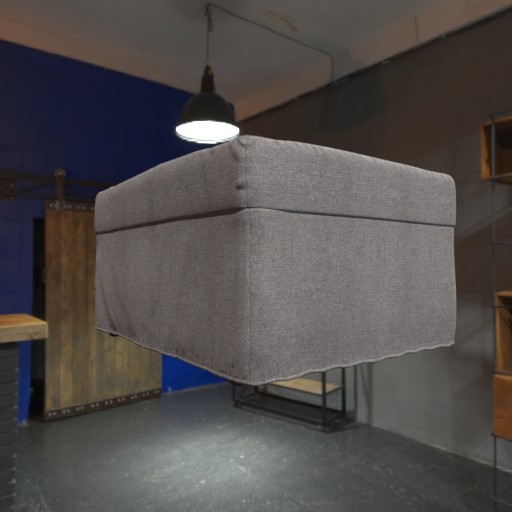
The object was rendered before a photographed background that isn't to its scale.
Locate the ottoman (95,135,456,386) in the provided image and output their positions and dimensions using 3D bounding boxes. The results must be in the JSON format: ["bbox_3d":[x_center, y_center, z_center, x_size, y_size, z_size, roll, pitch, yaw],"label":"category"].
[{"bbox_3d":[0.000,0.000,1.236,0.652,0.492,0.833,1,-1,-37],"label":"ottoman"}]
